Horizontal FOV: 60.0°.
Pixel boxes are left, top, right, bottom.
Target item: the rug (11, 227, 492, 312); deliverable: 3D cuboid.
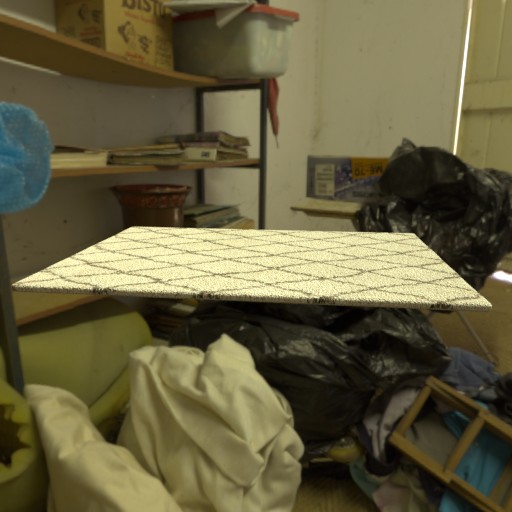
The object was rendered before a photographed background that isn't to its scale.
[{"bbox_3d":[0.000,0.000,2.199,1.778,0.030,1.219,2,15,7],"label":"rug"}]
